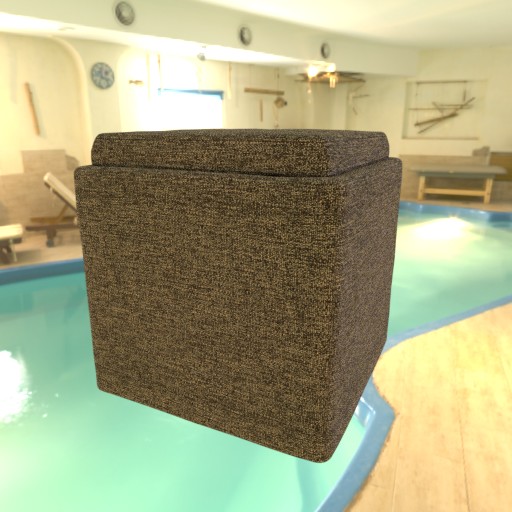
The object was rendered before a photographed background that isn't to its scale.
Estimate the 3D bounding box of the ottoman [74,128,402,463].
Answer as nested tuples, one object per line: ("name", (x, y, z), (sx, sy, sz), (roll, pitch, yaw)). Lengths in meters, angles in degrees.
("ottoman", (0.000, 0.000, 0.839), (0.450, 0.463, 0.450), (8, 18, 25))
